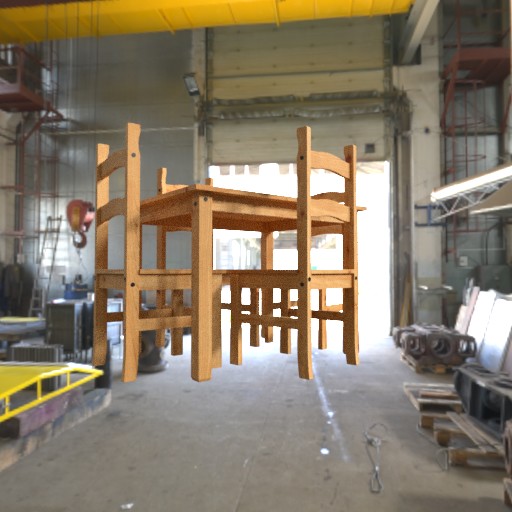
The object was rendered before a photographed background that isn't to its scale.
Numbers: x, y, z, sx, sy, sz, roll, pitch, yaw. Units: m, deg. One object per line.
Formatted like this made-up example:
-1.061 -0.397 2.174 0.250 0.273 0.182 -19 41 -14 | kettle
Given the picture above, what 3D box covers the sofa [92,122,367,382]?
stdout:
0.000 0.000 2.298 1.529 1.000 1.144 1 -2 -37 | sofa
